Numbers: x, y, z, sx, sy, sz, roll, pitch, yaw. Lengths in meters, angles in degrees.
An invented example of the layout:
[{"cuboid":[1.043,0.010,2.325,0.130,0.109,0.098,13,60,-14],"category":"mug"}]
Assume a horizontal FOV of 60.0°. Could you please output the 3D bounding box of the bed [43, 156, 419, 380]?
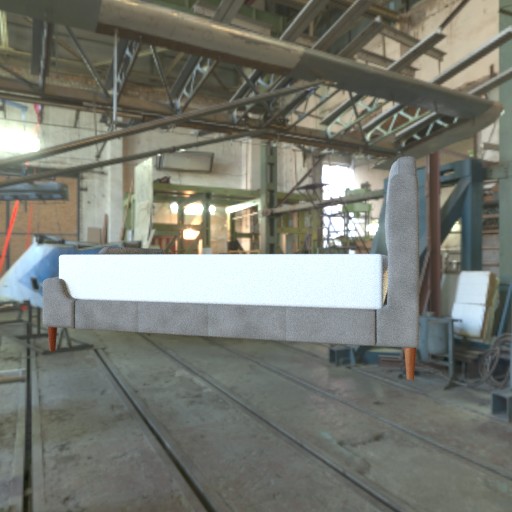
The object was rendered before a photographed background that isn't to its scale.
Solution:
[{"cuboid":[0.000,0.000,3.521,2.340,1.245,2.074,0,0,18],"category":"bed"}]
